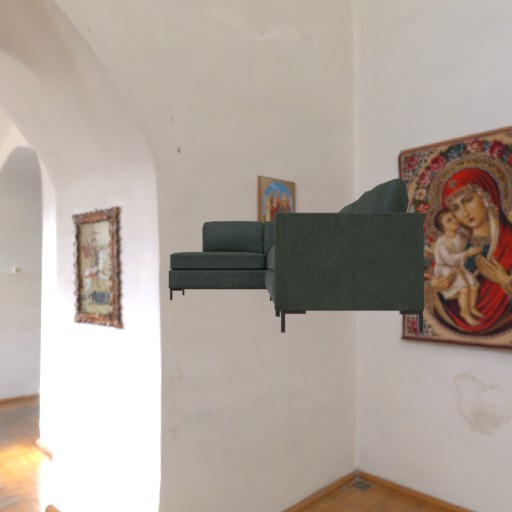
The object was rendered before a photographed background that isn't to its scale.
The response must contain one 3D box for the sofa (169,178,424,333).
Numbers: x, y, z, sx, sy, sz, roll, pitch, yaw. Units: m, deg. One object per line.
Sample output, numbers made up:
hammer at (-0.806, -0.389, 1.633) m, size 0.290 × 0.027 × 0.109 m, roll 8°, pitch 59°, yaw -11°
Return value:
sofa at (0.000, 0.000, 4.374) m, size 2.048 × 0.996 × 3.384 m, roll 0°, pitch -1°, yaw 0°
